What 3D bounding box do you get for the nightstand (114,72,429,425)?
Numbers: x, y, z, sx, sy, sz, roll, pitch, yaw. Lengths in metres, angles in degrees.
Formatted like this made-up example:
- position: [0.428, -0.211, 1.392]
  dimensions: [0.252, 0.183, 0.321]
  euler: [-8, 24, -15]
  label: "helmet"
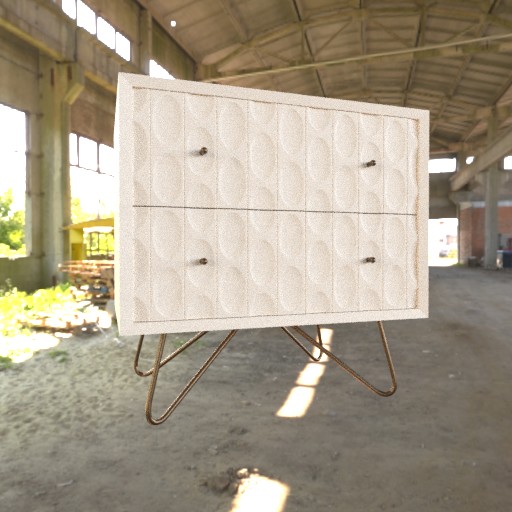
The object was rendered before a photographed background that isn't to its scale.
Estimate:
- position: [0.000, 0.000, 1.021]
  dimensions: [0.614, 0.604, 0.447]
  euler: [0, 1, -19]
  label: "nightstand"
